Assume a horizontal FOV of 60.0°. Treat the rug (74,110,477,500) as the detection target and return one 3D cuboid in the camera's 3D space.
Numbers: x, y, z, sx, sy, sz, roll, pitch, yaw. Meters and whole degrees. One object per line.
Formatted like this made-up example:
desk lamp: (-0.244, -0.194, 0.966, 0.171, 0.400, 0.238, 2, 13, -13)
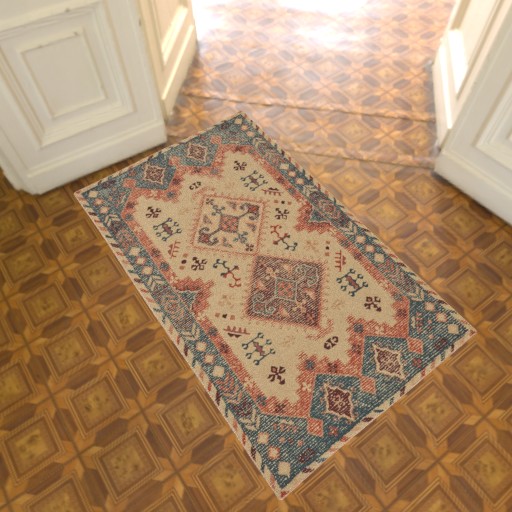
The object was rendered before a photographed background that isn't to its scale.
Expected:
rug: (0.000, 0.000, 2.967, 1.521, 0.023, 2.464, -32, 64, -18)
